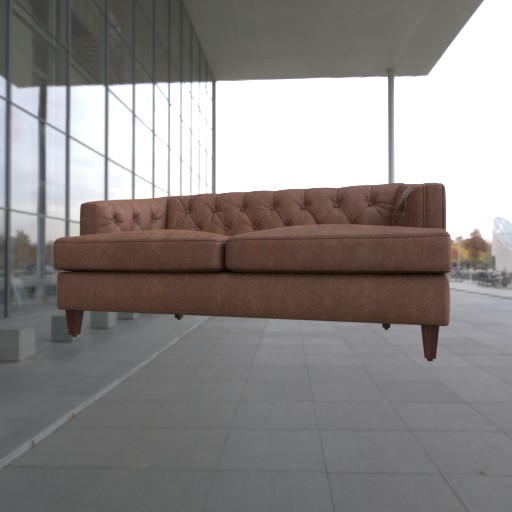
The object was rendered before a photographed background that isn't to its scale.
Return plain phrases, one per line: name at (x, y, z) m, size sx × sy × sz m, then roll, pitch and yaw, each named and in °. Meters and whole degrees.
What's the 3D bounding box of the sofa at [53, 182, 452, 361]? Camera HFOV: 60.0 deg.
sofa at (0.000, 0.000, 2.245) m, size 1.755 × 0.786 × 0.914 m, roll 0°, pitch -1°, yaw 19°
